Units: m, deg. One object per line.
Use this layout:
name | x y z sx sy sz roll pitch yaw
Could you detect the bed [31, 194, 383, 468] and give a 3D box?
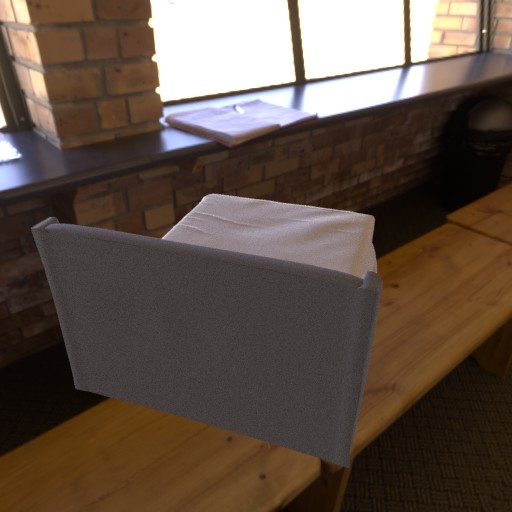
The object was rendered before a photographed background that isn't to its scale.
bed | 0.000 0.000 3.444 1.925 1.332 2.276 10 32 16
